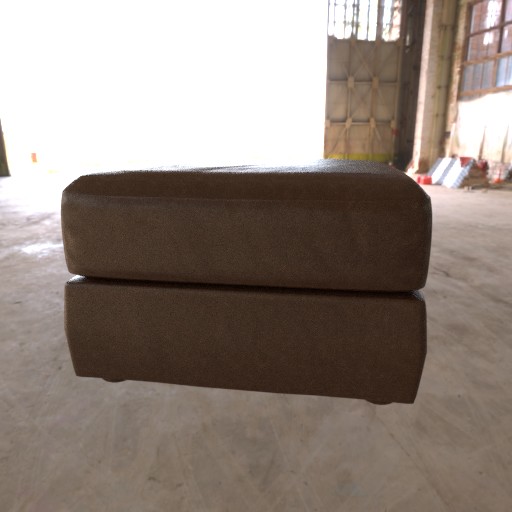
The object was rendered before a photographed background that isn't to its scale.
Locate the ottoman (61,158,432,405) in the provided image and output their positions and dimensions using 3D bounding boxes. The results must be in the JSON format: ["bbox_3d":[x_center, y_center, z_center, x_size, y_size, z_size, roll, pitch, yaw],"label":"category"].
[{"bbox_3d":[0.000,0.000,1.128,0.751,0.476,0.603,2,15,8],"label":"ottoman"}]
